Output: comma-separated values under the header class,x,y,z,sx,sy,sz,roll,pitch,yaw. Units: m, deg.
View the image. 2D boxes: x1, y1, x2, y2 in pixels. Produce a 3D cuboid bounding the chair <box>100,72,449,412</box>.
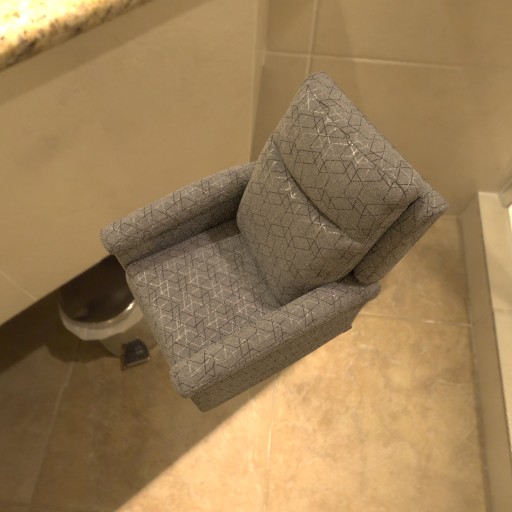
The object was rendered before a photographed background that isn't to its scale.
class,x,y,z,sx,sy,sz,roll,pitch,yaw
chair,0.000,0.000,1.743,0.987,1.048,0.753,-28,67,-13
